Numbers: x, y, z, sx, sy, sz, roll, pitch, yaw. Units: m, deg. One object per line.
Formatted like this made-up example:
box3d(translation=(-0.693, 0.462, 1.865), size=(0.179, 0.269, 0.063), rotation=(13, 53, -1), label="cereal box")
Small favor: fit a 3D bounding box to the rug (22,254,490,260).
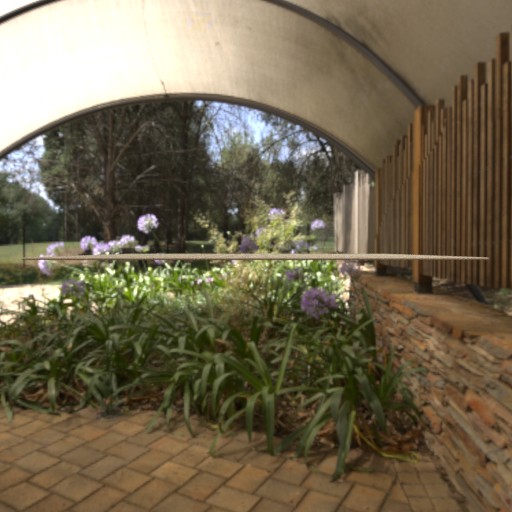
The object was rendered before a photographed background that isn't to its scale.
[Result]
box3d(translation=(0.000, 0.000, 4.091), size=(3.050, 0.017, 2.441), rotation=(0, 1, 0), label="rug")
